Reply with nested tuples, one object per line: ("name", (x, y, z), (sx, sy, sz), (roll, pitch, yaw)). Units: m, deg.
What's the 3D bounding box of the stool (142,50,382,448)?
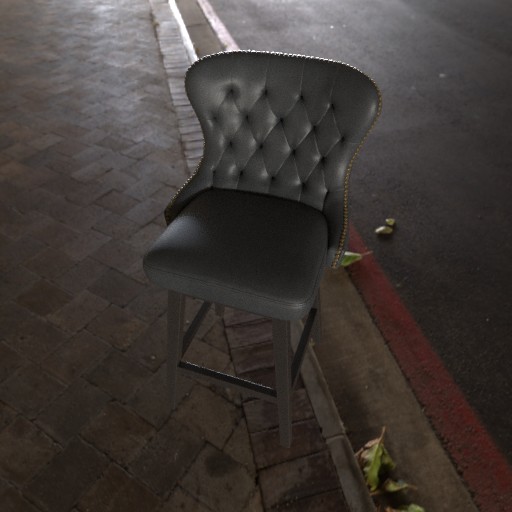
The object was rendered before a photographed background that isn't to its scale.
("stool", (0.000, 0.000, 1.304), (0.528, 0.971, 0.593), (13, 44, 14))
